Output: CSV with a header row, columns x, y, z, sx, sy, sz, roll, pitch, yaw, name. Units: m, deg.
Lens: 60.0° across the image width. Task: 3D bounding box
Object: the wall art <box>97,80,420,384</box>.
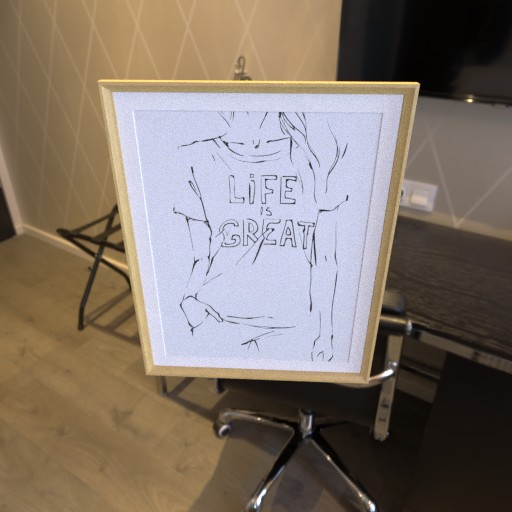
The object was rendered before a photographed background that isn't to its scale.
x,y,z,sx,sy,sz,roll,pitch,yaw,name
0.000,0.000,1.355,0.798,1.002,0.030,2,30,3,wall art
